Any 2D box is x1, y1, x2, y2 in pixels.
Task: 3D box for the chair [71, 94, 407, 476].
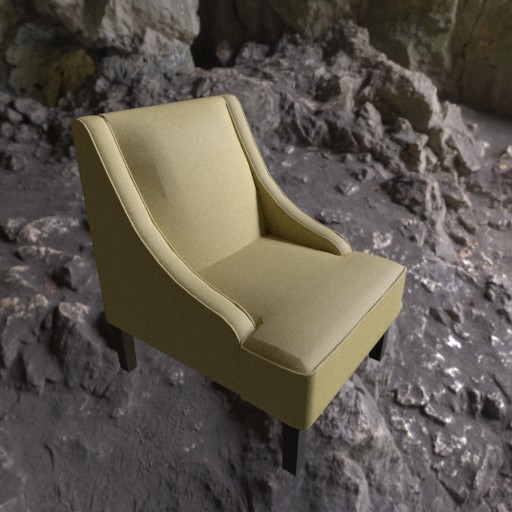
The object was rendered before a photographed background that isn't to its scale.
[{"bbox_3d":[0.000,0.000,1.460,0.814,0.896,0.696,18,32,32],"label":"chair"}]
